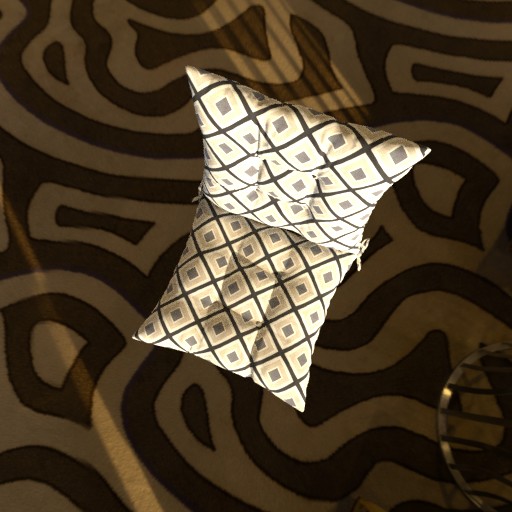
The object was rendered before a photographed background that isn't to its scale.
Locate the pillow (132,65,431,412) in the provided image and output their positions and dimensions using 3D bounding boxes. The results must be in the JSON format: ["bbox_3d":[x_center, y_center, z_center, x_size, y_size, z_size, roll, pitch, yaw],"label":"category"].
[{"bbox_3d":[0.000,0.000,1.048,0.541,0.536,0.585,21,76,6],"label":"pillow"}]
